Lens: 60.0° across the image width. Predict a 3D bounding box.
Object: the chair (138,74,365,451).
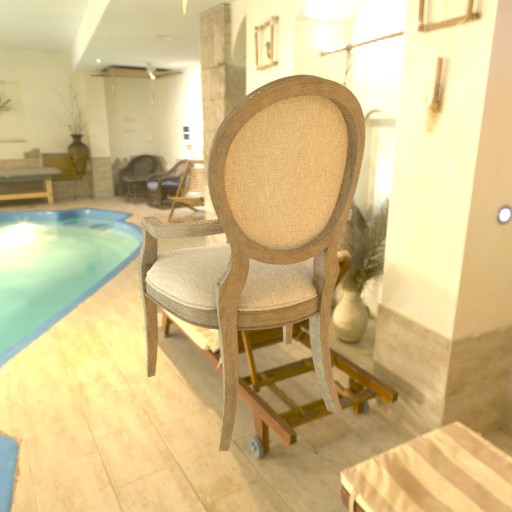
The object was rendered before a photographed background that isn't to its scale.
[{"bbox_3d":[0.000,0.000,1.368,0.611,0.991,0.602,-8,18,-25],"label":"chair"}]
